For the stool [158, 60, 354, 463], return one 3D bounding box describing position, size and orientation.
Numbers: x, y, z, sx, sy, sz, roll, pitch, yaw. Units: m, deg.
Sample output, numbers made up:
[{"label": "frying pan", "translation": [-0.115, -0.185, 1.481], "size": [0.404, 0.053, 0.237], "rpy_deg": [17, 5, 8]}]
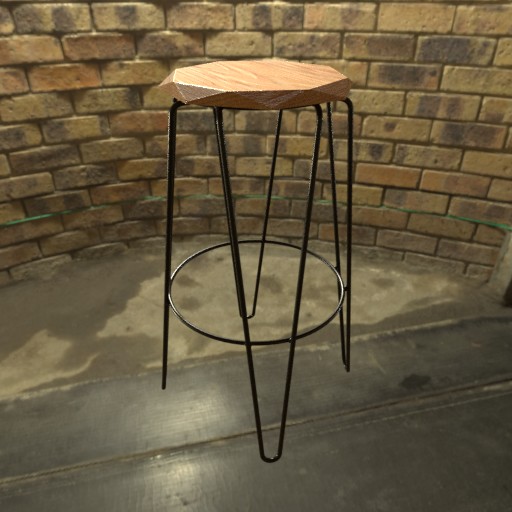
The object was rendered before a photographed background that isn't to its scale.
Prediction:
[{"label": "stool", "translation": [0.000, 0.000, 0.789], "size": [0.326, 0.610, 0.326], "rpy_deg": [23, 38, 32]}]
